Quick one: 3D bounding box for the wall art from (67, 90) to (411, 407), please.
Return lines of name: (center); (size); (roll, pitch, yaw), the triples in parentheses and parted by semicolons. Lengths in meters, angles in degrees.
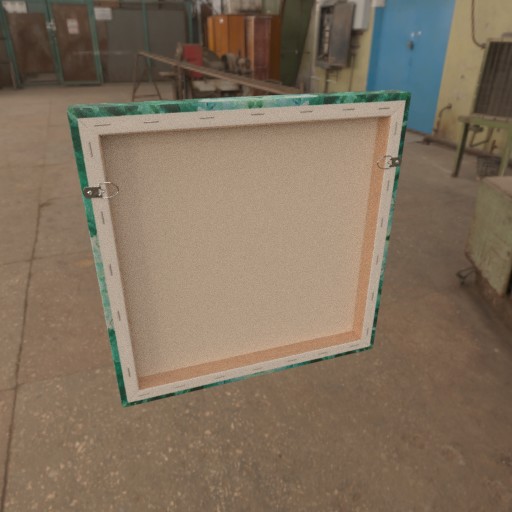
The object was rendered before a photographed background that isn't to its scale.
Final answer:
wall art: (0.000, 0.000, 0.750); (0.507, 0.508, 0.038); (-9, 28, -17)
